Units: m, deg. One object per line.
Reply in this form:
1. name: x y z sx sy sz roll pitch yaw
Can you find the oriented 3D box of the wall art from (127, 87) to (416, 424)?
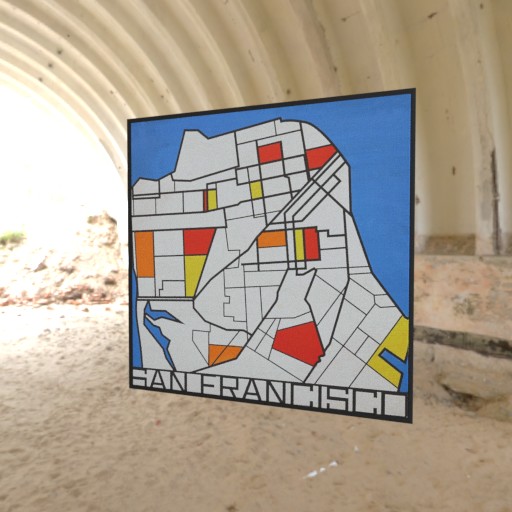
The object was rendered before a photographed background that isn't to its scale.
1. wall art: 0.000 0.000 0.987 0.664 0.663 0.015 1 2 19
